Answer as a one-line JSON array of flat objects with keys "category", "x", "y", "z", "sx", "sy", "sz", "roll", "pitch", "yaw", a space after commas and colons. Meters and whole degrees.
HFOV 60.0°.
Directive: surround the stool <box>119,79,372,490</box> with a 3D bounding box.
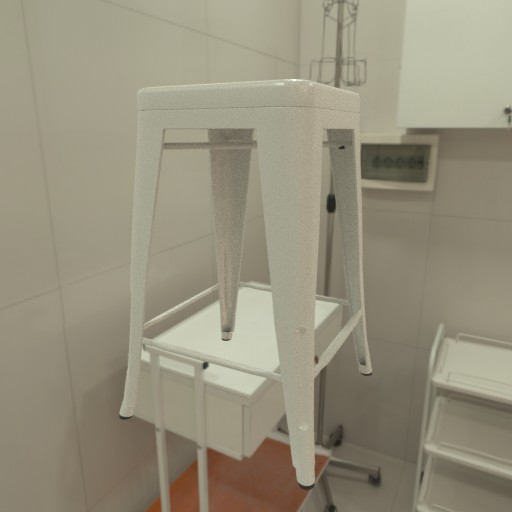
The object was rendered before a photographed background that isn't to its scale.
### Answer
[{"category": "stool", "x": 0.000, "y": 0.000, "z": 0.869, "sx": 0.406, "sy": 0.610, "sz": 0.406, "roll": 8, "pitch": 18, "yaw": 27}]
